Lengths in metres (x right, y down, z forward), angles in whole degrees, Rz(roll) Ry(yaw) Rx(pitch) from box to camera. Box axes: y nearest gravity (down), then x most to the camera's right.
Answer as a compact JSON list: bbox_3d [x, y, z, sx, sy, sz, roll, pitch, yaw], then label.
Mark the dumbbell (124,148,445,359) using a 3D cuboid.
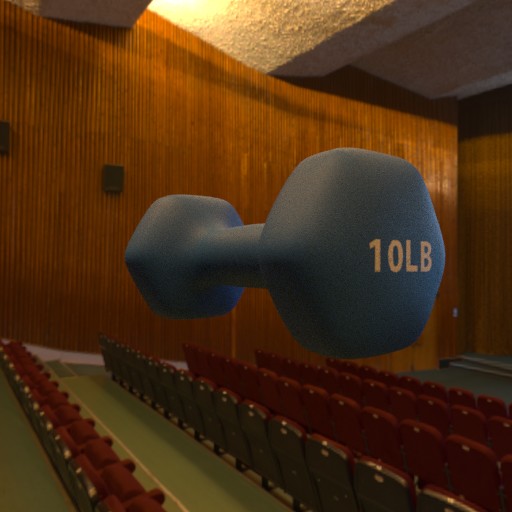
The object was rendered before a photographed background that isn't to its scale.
[{"bbox_3d":[0.000,0.000,0.273,0.103,0.093,0.212,1,-1,-36],"label":"dumbbell"}]
